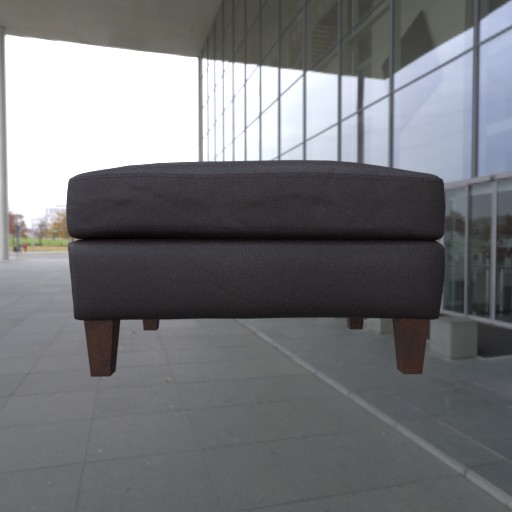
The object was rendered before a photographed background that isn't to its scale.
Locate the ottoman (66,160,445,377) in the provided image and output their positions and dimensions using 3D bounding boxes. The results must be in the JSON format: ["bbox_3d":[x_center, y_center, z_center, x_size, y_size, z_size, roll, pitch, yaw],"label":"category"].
[{"bbox_3d":[0.000,0.000,1.293,0.887,0.529,0.659,0,2,-1],"label":"ottoman"}]
